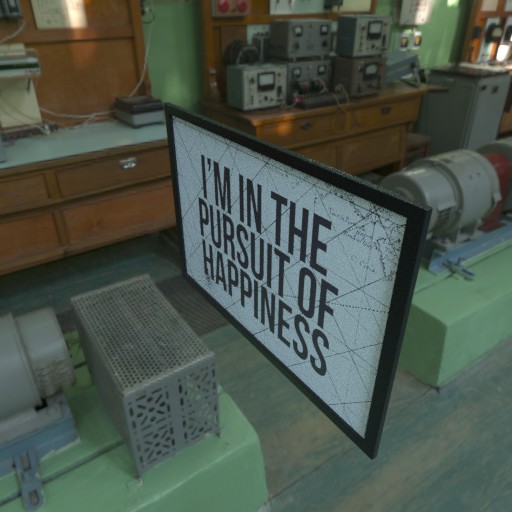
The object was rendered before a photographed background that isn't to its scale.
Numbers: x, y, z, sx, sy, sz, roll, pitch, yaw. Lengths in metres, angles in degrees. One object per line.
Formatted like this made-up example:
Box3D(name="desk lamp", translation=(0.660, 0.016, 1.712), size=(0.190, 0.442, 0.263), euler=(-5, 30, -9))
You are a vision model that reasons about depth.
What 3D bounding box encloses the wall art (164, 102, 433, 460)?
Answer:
Box3D(name="wall art", translation=(0.000, 0.000, 1.035), size=(0.015, 0.552, 0.819), euler=(-20, 37, -30))
